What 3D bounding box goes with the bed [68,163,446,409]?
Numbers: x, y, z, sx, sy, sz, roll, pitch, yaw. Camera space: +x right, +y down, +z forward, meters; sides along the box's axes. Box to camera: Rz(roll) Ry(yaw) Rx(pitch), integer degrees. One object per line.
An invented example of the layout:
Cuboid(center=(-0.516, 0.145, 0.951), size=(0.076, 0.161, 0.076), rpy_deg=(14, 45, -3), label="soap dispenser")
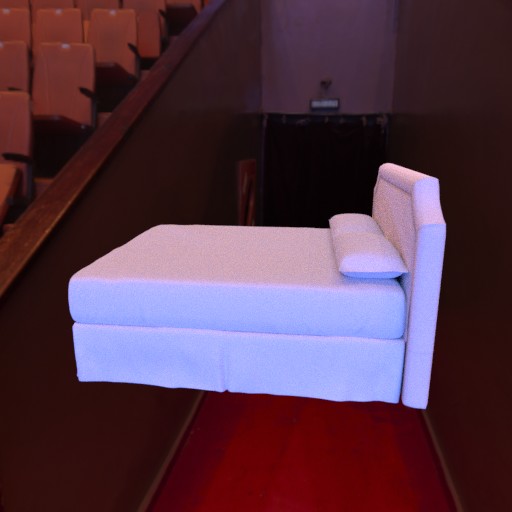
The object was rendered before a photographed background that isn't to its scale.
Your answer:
Cuboid(center=(0.000, 0.000, 3.305), size=(2.164, 1.297, 1.828), rpy_deg=(2, 15, 7), label="bed")
